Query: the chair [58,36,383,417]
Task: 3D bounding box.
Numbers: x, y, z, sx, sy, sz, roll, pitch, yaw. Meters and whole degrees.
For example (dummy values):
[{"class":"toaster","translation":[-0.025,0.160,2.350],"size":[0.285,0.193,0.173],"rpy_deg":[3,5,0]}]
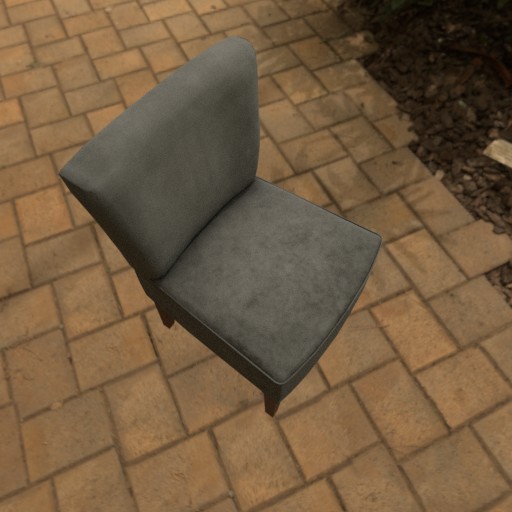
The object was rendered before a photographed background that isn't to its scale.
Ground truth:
[{"class":"chair","translation":[0.000,0.000,1.165],"size":[0.554,0.806,0.521],"rpy_deg":[32,64,18]}]
